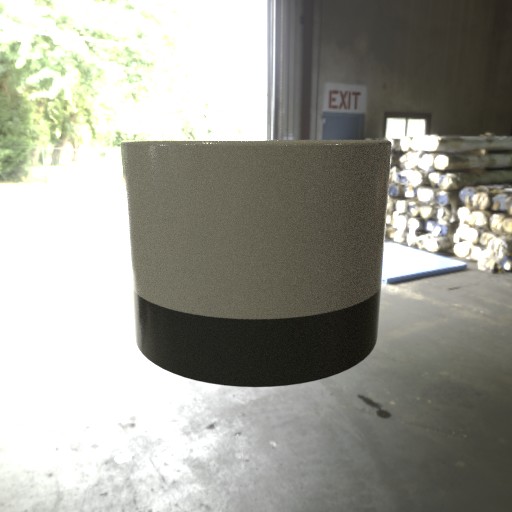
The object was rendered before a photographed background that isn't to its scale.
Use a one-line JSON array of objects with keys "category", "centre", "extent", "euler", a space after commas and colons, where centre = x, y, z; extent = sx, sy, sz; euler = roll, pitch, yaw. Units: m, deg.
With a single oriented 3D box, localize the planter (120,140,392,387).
[{"category": "planter", "centre": [0.000, 0.000, 0.350], "extent": [0.193, 0.177, 0.193], "euler": [0, 15, 0]}]
